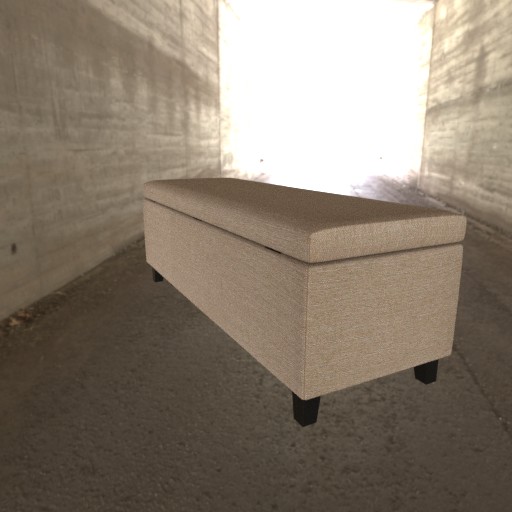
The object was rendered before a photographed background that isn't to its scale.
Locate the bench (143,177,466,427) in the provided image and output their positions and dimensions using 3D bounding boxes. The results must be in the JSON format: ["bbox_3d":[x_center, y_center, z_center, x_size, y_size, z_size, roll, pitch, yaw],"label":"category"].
[{"bbox_3d":[0.000,0.000,1.486,0.446,0.438,1.269,-7,16,-27],"label":"bench"}]
